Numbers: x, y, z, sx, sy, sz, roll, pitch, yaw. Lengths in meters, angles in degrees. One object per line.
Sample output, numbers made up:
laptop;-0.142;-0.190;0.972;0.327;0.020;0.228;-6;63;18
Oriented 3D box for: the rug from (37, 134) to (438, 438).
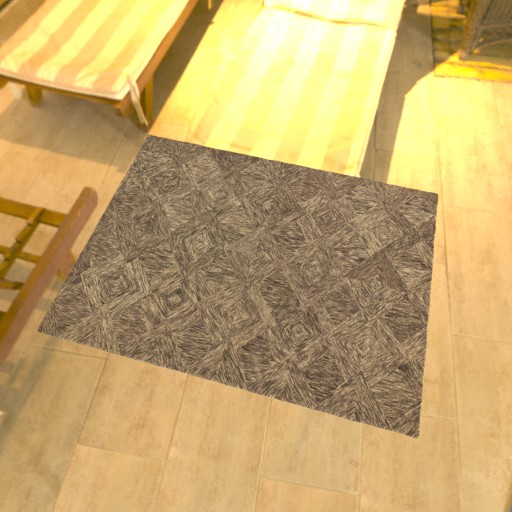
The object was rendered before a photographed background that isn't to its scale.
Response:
rug;0.000;0.000;4.148;3.204;0.017;2.448;13;59;8
